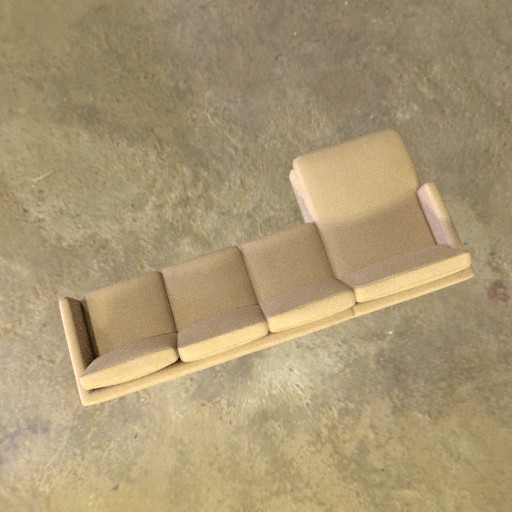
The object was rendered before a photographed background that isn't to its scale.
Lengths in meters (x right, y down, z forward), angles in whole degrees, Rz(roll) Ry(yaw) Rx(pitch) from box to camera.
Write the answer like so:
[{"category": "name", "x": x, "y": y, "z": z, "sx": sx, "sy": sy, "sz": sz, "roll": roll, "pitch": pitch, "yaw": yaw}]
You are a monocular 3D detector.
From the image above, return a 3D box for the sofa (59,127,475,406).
[{"category": "sofa", "x": 0.000, "y": 0.000, "z": 3.754, "sx": 3.201, "sy": 0.876, "sz": 1.502, "roll": -18, "pitch": 78, "yaw": -4}]
